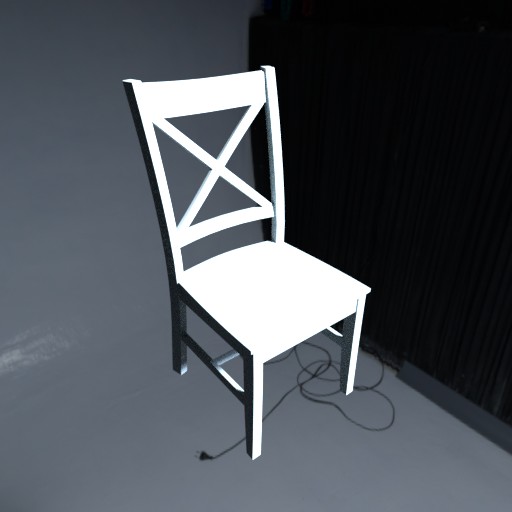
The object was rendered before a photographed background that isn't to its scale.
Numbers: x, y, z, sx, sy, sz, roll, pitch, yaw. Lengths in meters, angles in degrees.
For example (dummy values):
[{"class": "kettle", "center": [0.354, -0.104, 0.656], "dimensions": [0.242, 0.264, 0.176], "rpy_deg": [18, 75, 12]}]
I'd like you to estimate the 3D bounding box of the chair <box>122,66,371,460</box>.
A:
[{"class": "chair", "center": [0.000, 0.000, 1.339], "dimensions": [0.485, 0.983, 0.542], "rpy_deg": [-21, 36, -32]}]
